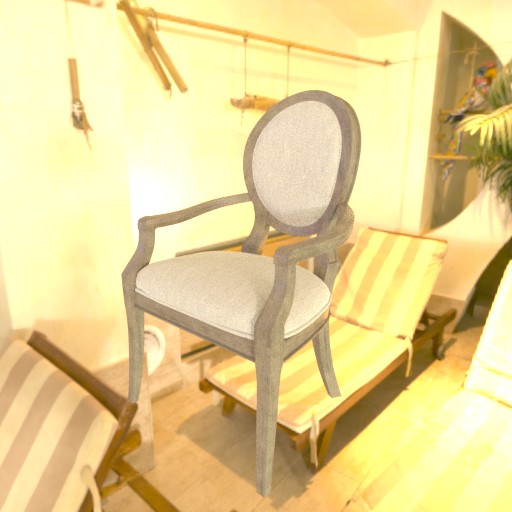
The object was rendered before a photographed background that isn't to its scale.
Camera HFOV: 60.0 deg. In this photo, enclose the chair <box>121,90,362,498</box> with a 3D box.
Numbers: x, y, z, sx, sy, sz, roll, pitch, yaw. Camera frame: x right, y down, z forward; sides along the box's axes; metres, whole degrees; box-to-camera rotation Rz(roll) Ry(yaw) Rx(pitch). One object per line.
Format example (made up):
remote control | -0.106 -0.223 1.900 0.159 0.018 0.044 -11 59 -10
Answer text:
chair | 0.000 0.000 1.362 0.611 0.991 0.602 14 21 40
